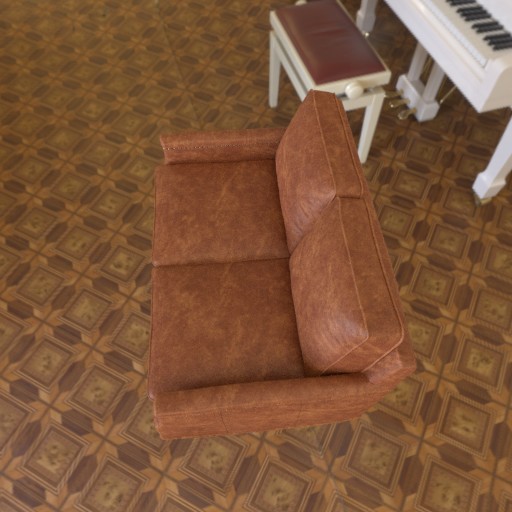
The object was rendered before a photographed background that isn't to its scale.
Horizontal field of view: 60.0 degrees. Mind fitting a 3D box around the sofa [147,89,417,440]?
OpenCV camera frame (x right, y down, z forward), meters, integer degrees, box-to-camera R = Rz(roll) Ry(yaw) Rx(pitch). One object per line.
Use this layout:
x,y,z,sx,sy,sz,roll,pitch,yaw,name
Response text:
0.000,0.000,2.288,1.084,1.003,1.597,-4,59,-3,sofa
